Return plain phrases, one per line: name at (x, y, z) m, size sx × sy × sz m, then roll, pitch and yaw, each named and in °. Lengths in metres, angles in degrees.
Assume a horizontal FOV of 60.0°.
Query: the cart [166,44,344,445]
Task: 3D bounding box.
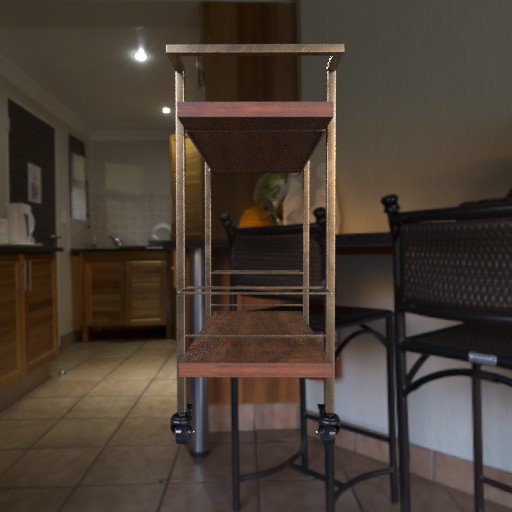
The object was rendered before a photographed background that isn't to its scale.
cart at (0.000, 0.000, 1.175) m, size 0.364 × 0.807 × 0.695 m, roll 0°, pitch 2°, yaw 0°
